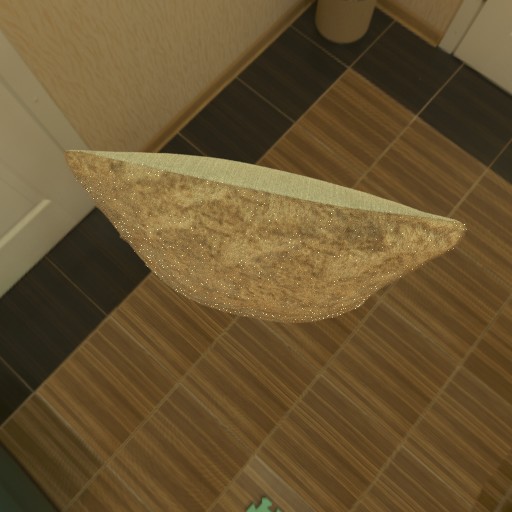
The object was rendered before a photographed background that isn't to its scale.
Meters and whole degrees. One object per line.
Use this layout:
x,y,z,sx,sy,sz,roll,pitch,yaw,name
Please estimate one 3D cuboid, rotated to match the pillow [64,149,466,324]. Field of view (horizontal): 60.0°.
0.000,0.000,0.805,0.538,0.525,0.216,12,75,3,pillow
